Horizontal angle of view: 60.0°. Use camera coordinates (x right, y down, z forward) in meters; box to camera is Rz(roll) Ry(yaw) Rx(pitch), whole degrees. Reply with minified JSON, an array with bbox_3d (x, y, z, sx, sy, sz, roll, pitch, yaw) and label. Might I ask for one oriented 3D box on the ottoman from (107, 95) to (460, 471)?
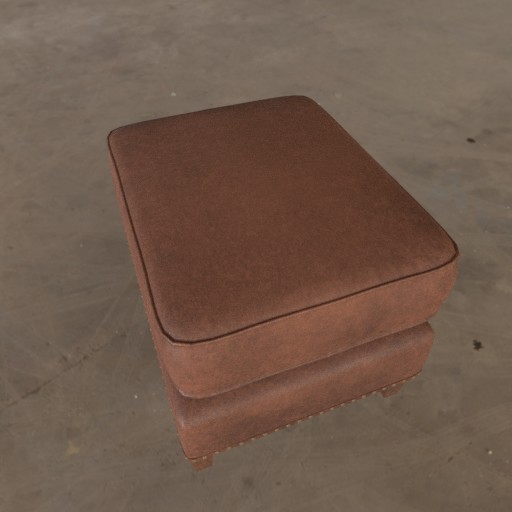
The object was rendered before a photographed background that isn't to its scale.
[{"bbox_3d":[0.000,0.000,1.105,0.589,0.537,0.738,-15,48,-14],"label":"ottoman"}]
